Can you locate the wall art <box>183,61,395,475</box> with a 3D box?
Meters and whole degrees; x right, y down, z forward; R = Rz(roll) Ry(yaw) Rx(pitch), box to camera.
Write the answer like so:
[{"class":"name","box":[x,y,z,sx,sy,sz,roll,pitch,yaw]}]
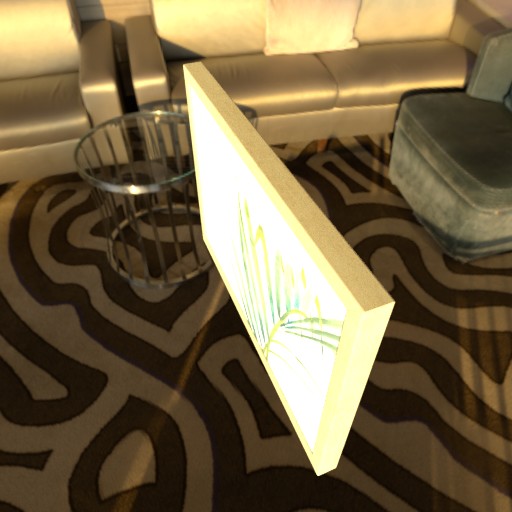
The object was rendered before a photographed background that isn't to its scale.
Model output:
[{"class":"wall art","box":[0.000,0.000,0.672,0.032,0.381,0.533,-16,48,-16]}]
